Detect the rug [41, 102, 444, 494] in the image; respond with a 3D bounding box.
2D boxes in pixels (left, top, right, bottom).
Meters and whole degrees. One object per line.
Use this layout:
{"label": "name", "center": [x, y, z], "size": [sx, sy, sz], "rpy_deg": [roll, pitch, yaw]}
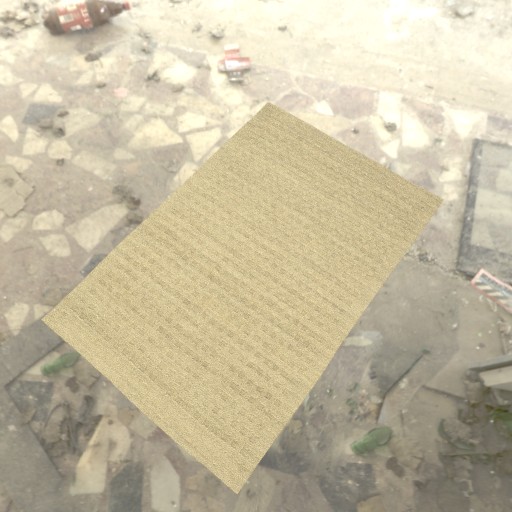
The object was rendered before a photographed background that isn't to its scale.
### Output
{"label": "rug", "center": [0.000, 0.000, 2.886], "size": [1.532, 0.018, 2.297], "rpy_deg": [35, 68, 16]}
